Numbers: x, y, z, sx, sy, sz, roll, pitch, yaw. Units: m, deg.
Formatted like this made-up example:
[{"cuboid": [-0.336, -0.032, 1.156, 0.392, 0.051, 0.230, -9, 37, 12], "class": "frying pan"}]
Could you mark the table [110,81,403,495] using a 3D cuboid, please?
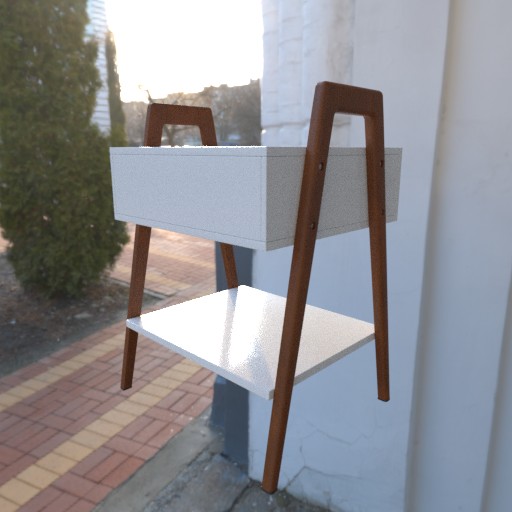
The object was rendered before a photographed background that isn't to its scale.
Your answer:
[{"cuboid": [0.000, 0.000, 0.903, 0.457, 0.610, 0.405, 13, 19, 43], "class": "table"}]
